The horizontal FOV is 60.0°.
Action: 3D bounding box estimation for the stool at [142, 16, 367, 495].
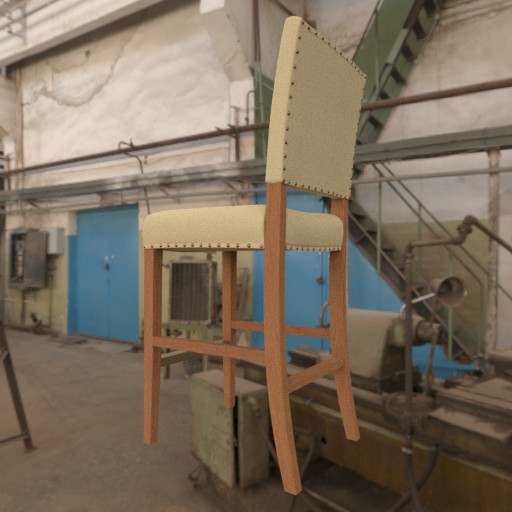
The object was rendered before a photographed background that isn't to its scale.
[{"bbox_3d":[0.000,0.000,1.400,0.584,1.168,0.445,0,0,35],"label":"stool"}]
